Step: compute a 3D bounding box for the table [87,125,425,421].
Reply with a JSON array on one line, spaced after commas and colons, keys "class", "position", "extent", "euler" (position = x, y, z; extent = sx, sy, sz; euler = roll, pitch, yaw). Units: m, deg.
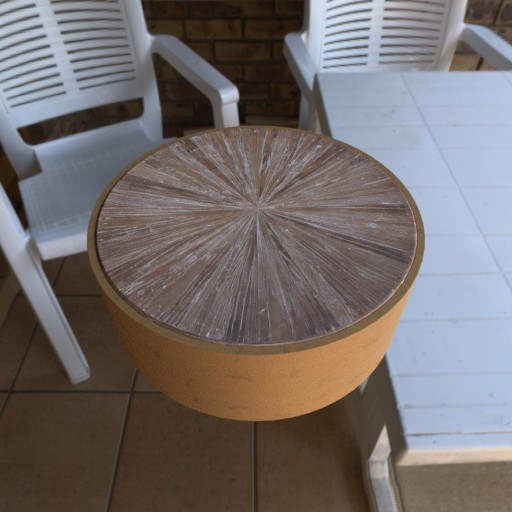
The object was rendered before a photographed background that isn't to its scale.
[{"class": "table", "position": [0.000, 0.000, 1.499], "extent": [1.001, 0.409, 1.001], "euler": [0, 47, 0]}]
